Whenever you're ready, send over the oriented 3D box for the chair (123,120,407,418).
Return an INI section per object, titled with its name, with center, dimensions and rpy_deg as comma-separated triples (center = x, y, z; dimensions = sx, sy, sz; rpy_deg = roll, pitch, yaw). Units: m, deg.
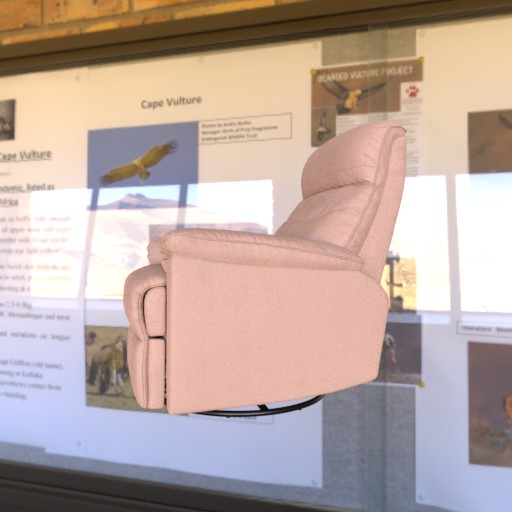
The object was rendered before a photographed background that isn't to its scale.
[chair]
center = 0.000, 0.000, 1.749
dimensions = 1.004, 1.037, 0.820
rpy_deg = 0, 0, -17
